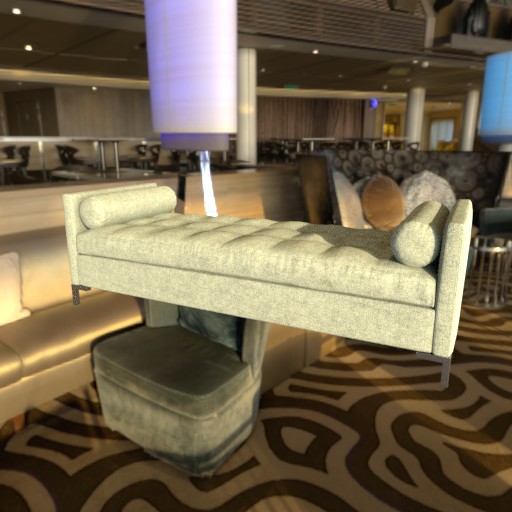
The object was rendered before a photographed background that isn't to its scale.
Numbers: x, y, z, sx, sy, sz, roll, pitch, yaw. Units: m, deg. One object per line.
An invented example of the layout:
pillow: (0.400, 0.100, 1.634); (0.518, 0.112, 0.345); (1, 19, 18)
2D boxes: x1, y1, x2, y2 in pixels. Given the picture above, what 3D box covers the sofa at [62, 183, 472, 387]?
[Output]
sofa: (0.000, 0.000, 2.453); (2.102, 0.657, 0.797); (7, 16, 26)
